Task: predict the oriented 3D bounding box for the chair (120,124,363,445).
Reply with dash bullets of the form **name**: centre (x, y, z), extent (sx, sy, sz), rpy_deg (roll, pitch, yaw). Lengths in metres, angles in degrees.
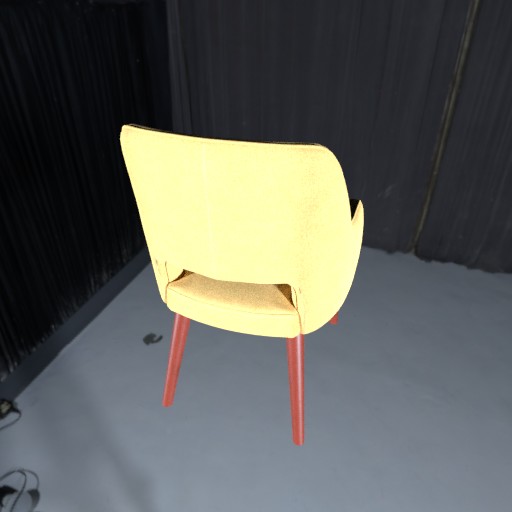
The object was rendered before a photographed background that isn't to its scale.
- **chair**: centre (0.000, 0.000, 1.241), extent (0.548, 0.849, 0.605), rpy_deg (10, 34, 15)
